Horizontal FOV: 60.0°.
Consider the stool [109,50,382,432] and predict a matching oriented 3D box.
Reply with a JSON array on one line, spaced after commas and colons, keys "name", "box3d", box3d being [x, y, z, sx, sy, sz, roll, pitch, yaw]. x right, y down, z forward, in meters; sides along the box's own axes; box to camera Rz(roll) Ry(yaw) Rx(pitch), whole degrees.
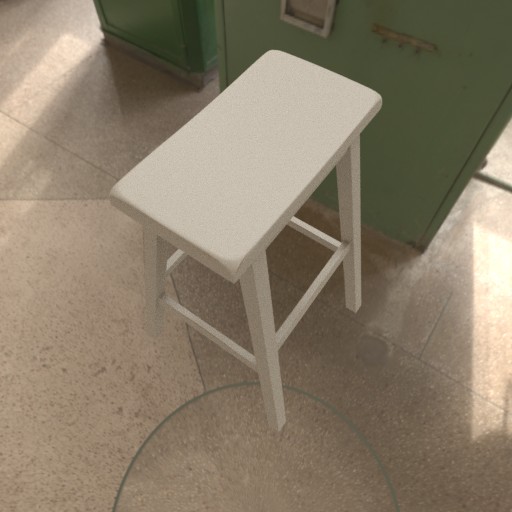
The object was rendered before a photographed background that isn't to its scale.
[{"name": "stool", "box3d": [0.000, 0.000, 1.037, 0.476, 0.737, 0.457, 31, 63, 18]}]
